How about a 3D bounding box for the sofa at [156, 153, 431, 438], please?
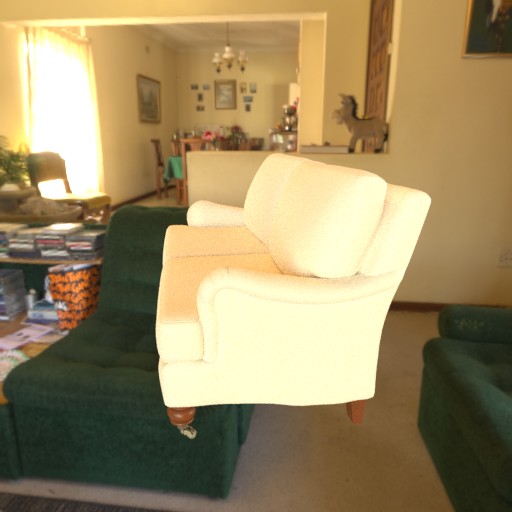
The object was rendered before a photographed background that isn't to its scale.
[{"bbox_3d":[0.000,0.000,2.575,1.084,1.101,1.853,-3,16,-9],"label":"sofa"}]
